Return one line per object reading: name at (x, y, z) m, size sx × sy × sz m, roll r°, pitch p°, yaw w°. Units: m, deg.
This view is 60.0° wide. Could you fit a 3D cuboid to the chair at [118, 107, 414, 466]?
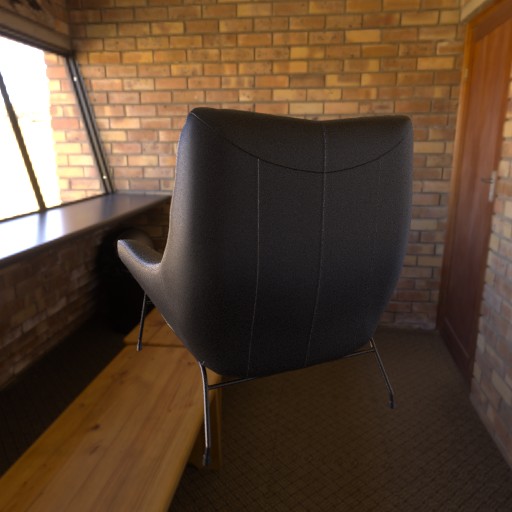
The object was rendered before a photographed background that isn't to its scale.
chair at (0.000, 0.000, 1.552) m, size 0.836 × 0.922 × 0.826 m, roll -6°, pitch 15°, yaw -24°
